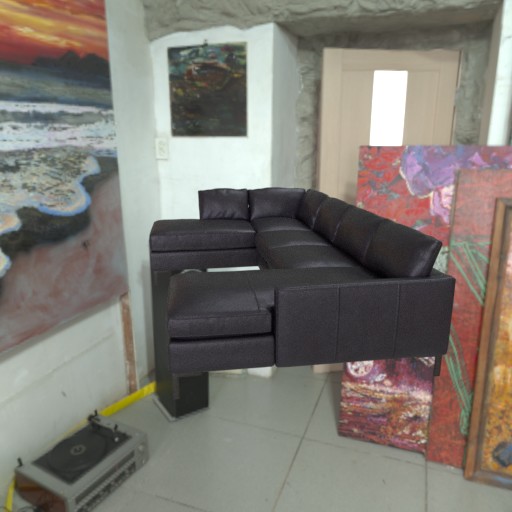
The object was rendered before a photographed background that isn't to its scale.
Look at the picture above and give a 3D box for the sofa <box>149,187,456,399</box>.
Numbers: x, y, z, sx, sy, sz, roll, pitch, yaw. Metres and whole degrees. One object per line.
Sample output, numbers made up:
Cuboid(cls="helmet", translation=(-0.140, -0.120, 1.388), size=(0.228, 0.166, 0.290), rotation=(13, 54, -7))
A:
Cuboid(cls="sofa", translation=(0.000, 0.000, 3.909), size=(1.939, 0.900, 2.956), rotation=(-2, 15, -9))
